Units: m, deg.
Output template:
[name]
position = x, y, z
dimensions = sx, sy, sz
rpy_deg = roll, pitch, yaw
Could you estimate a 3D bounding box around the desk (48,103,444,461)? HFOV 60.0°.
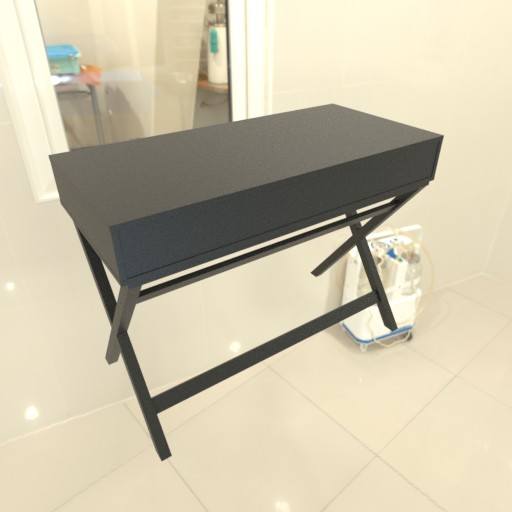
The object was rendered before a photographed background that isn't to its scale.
[desk]
position = 0.000, 0.000, 1.513
dimensions = 1.057, 0.780, 0.525
rpy_deg = -20, 37, -29
